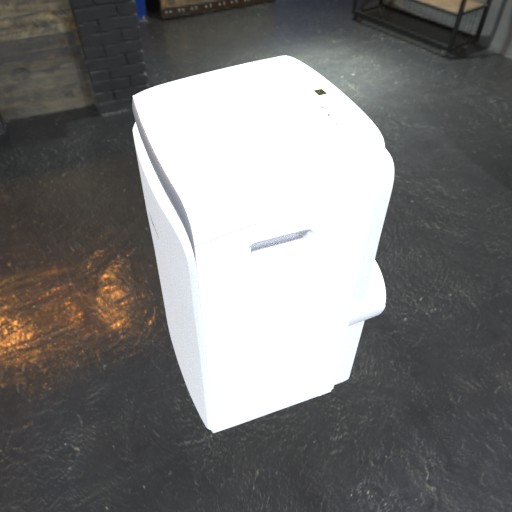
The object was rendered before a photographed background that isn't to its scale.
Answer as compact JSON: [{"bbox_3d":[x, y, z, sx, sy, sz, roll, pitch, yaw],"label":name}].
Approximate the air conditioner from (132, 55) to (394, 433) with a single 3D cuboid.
[{"bbox_3d":[0.000,0.000,1.051,0.467,0.765,0.478,-17,48,-15],"label":"air conditioner"}]
